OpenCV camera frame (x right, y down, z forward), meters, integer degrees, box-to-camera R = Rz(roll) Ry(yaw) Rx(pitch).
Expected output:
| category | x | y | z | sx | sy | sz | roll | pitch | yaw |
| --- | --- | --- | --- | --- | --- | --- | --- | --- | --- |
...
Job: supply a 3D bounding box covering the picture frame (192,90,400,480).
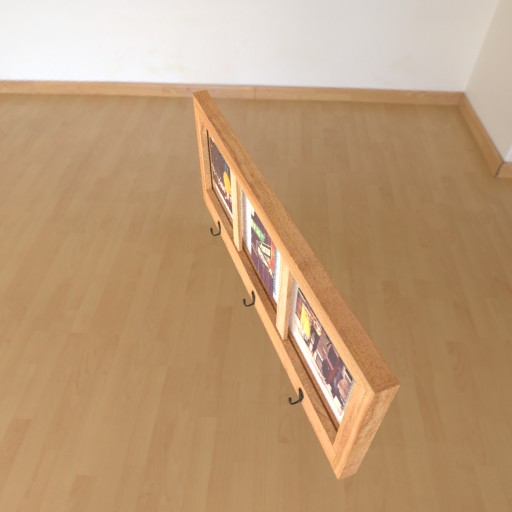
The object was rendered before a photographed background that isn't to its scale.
| category | x | y | z | sx | sy | sz | roll | pitch | yaw |
| --- | --- | --- | --- | --- | --- | --- | --- | --- | --- |
| picture frame | 0.000 | 0.000 | 0.652 | 0.045 | 0.234 | 0.582 | -16 | 49 | -14 |
